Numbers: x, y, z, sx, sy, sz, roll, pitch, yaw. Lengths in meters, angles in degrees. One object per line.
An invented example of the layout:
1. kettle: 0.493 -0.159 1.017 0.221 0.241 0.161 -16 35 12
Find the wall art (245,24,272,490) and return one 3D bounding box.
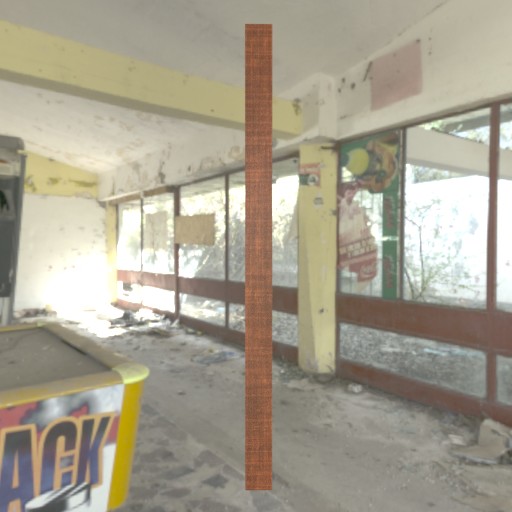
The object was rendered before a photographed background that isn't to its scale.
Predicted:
1. wall art: 0.000 0.000 0.772 0.033 0.567 0.467 0 1 -1
